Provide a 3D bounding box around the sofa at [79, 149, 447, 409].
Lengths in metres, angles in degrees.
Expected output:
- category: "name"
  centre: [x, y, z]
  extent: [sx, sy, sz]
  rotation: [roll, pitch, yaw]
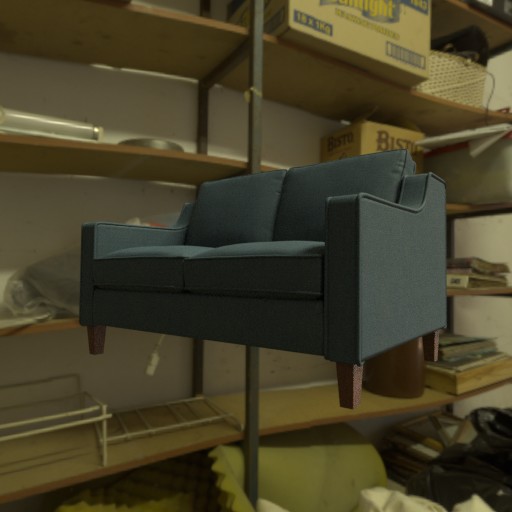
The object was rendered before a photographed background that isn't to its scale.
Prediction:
- category: "sofa"
  centre: [0.000, 0.000, 2.134]
  extent: [1.501, 0.971, 0.987]
  rotation: [-1, -2, 37]
